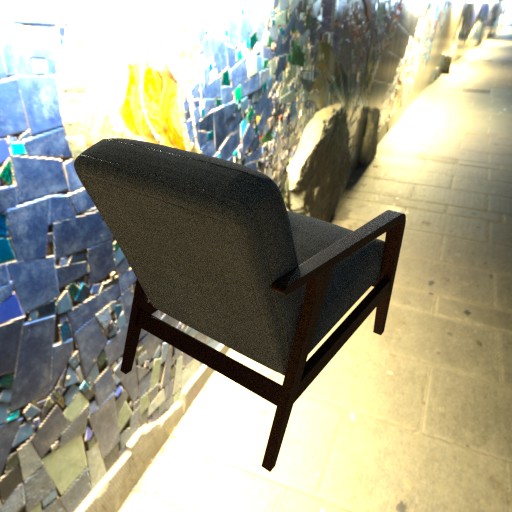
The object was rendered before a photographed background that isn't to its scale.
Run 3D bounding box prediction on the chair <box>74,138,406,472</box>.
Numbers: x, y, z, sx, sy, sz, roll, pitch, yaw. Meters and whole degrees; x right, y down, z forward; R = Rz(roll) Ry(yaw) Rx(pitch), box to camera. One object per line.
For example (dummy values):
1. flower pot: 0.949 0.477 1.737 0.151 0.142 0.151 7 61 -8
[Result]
1. chair: 0.000 0.000 1.478 0.704 0.847 0.858 20 35 32
